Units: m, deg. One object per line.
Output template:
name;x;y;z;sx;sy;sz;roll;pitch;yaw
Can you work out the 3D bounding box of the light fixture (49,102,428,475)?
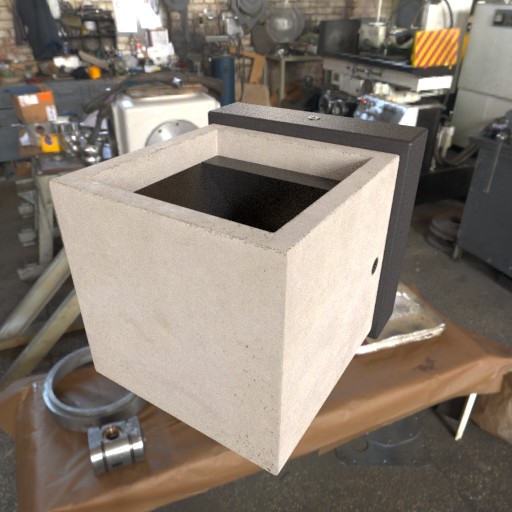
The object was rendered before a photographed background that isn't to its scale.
light fixture;0.000;0.000;0.235;0.121;0.121;0.143;18;35;28
